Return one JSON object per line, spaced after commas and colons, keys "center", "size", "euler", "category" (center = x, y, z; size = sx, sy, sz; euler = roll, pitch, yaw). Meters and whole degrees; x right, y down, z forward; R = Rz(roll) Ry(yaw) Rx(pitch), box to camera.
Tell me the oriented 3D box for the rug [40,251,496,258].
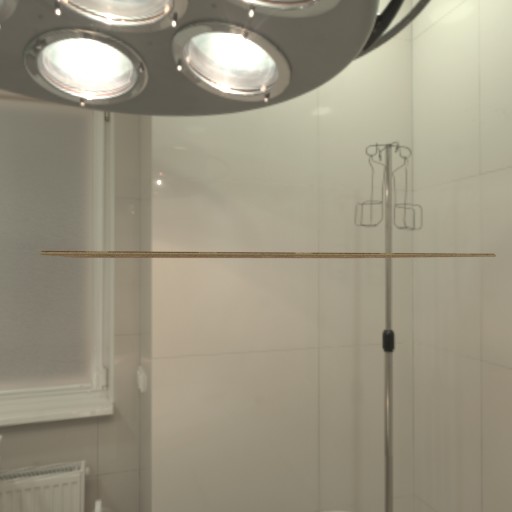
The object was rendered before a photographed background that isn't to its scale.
{"center": [0.000, 0.000, 2.845], "size": [2.286, 0.016, 1.555], "euler": [0, -1, -17], "category": "rug"}
